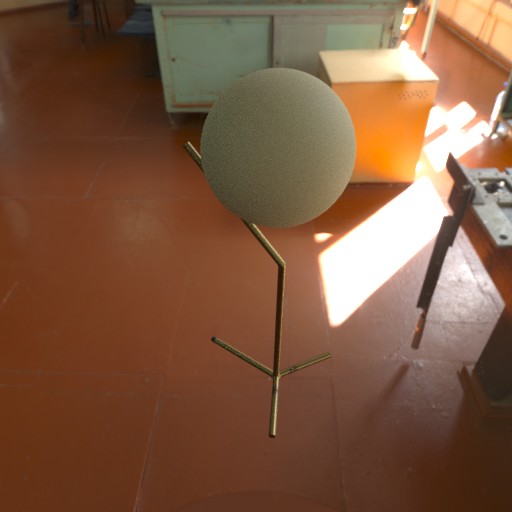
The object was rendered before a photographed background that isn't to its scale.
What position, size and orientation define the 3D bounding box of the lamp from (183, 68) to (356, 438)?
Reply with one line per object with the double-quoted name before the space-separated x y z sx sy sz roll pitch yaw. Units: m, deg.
"lamp" 0.000 0.000 0.670 0.251 0.552 0.210 25 46 26
